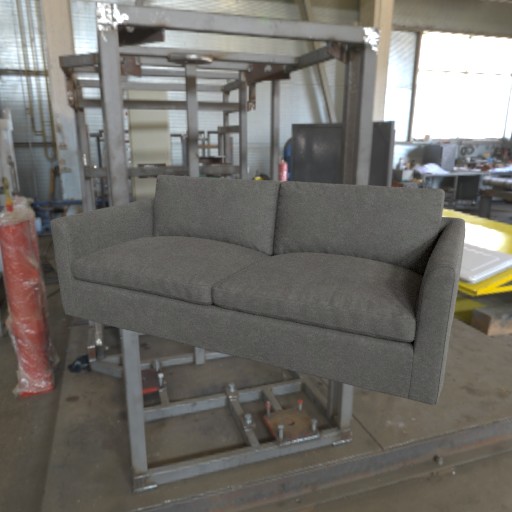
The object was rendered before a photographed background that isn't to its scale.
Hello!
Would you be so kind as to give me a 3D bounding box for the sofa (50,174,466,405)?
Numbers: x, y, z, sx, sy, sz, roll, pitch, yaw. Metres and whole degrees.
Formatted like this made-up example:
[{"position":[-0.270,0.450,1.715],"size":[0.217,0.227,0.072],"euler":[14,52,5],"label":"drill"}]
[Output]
[{"position":[0.000,0.000,2.690],"size":[2.257,0.838,1.092],"euler":[8,17,25],"label":"sofa"}]
